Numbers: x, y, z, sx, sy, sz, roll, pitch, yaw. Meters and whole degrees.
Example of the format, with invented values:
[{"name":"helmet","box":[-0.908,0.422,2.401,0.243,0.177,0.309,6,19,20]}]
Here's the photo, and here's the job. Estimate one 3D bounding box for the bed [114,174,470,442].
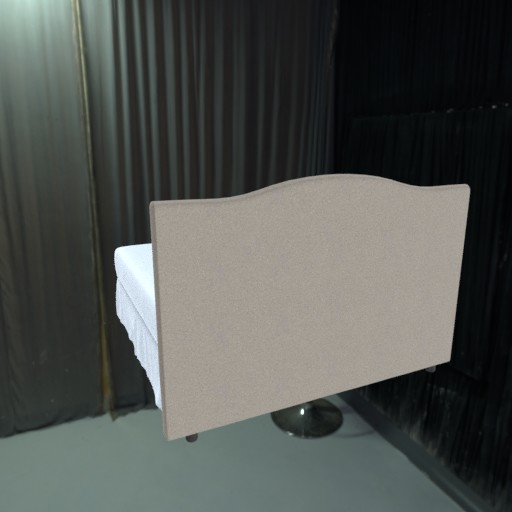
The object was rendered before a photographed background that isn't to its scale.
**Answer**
[{"name":"bed","box":[0.000,0.000,3.553,2.083,1.421,2.182,-7,16,-25]}]
